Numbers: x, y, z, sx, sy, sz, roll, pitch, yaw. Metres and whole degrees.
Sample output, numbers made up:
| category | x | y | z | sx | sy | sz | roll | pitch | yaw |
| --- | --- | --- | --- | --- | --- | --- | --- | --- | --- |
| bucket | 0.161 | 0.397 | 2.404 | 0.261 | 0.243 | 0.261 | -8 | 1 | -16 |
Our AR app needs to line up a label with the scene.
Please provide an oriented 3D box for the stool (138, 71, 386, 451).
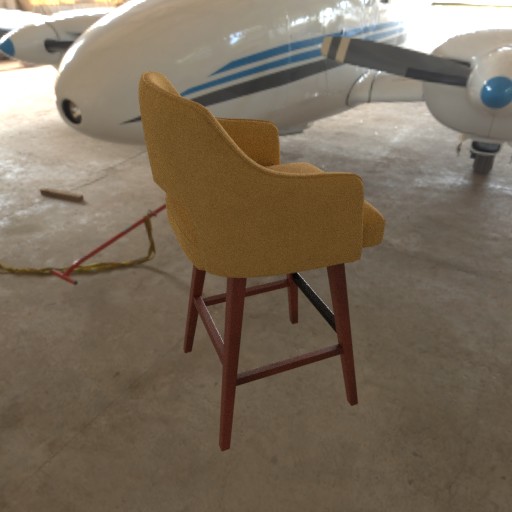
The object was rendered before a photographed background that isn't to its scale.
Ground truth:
| category | x | y | z | sx | sy | sz | roll | pitch | yaw |
| --- | --- | --- | --- | --- | --- | --- | --- | --- | --- |
| stool | 0.000 | 0.000 | 1.312 | 0.558 | 1.012 | 0.548 | -12 | 33 | -19 |
